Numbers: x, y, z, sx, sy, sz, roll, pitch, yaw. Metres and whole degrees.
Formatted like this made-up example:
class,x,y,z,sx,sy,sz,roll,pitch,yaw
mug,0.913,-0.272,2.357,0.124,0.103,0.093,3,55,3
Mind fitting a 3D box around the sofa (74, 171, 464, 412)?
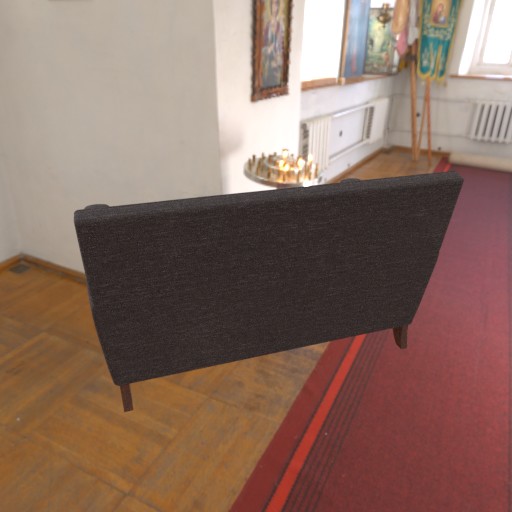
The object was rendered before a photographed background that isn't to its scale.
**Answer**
class,x,y,z,sx,sy,sz,roll,pitch,yaw
sofa,0.000,0.000,2.090,1.509,0.905,0.867,-8,28,-16
